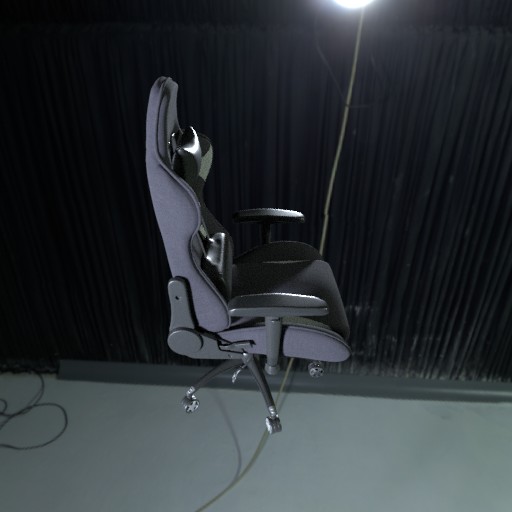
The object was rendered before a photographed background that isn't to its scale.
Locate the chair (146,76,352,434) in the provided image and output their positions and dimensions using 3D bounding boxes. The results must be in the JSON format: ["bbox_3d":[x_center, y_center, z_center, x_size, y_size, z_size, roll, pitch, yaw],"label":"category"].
[{"bbox_3d":[0.000,0.000,1.721,0.695,1.300,0.730,-1,31,-1],"label":"chair"}]
